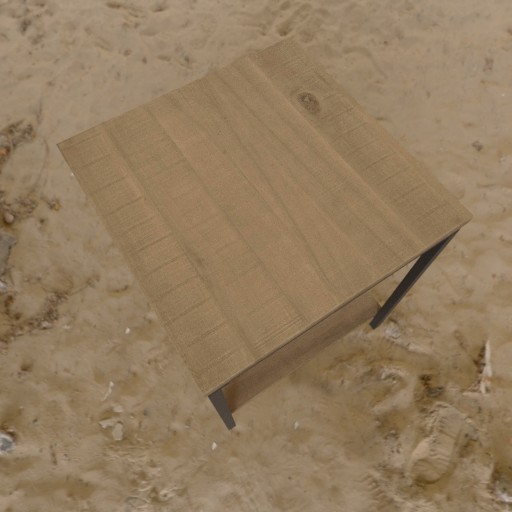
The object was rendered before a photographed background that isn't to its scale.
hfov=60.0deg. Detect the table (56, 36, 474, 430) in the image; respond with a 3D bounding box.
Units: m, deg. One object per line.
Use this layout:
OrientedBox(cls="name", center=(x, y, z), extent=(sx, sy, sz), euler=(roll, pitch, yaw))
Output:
OrientedBox(cls="table", center=(0.000, 0.000, 1.007), extent=(0.503, 0.589, 0.507), euler=(-31, 68, -14))
